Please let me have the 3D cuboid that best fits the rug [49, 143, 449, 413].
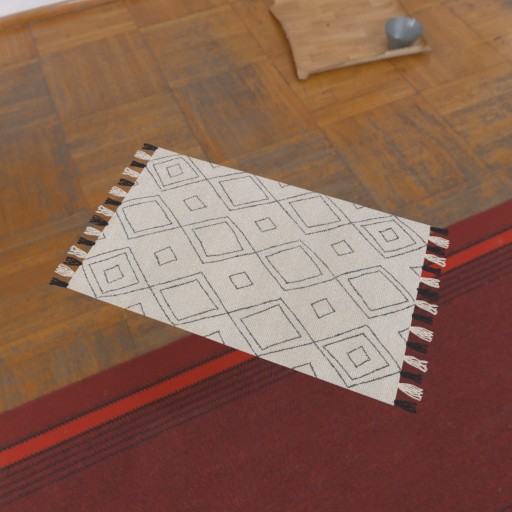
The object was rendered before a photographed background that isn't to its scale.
[{"bbox_3d":[0.000,0.000,3.402,2.755,0.021,1.524,18,61,10],"label":"rug"}]
